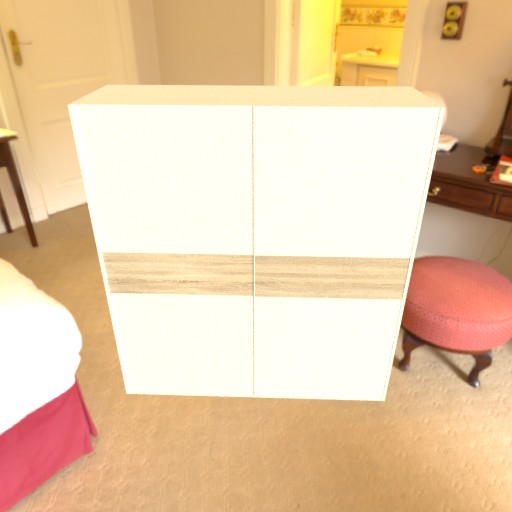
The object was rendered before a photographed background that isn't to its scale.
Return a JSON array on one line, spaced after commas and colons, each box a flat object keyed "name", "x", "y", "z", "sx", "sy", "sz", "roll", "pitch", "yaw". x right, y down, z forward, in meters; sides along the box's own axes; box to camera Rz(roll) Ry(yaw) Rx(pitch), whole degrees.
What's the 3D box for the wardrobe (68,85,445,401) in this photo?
[{"name": "wardrobe", "x": 0.000, "y": 0.000, "z": 2.911, "sx": 1.830, "sy": 2.020, "sz": 0.600, "roll": 1, "pitch": 30, "yaw": 2}]
